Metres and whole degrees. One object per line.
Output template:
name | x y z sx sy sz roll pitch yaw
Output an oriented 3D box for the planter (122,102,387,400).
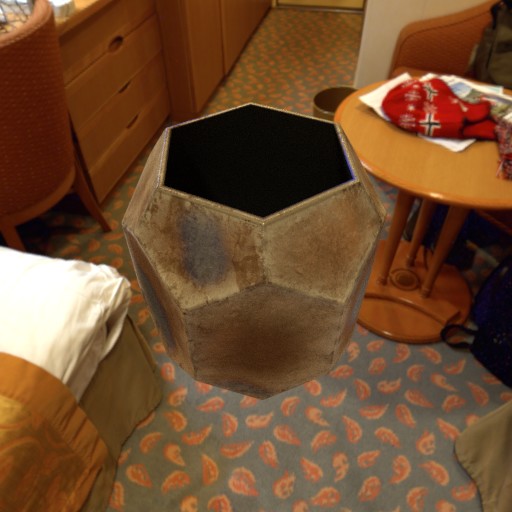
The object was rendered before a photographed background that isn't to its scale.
planter | 0.000 0.000 0.441 0.221 0.238 0.243 -25 51 -23
